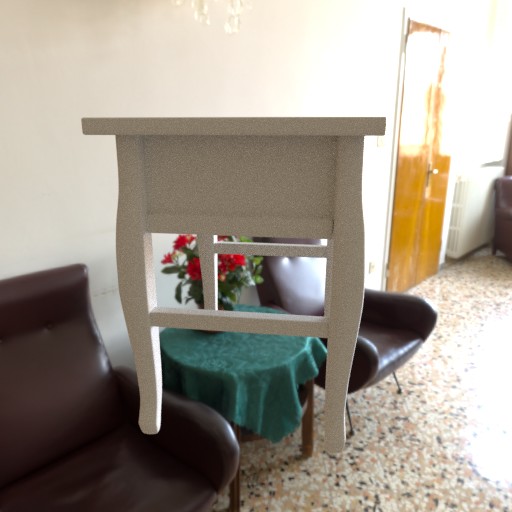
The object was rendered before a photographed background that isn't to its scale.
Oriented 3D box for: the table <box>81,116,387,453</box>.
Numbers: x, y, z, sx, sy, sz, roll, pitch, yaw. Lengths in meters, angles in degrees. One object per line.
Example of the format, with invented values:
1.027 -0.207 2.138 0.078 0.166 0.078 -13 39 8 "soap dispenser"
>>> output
0.000 0.000 1.025 0.463 0.605 0.599 2 16 8 "table"
